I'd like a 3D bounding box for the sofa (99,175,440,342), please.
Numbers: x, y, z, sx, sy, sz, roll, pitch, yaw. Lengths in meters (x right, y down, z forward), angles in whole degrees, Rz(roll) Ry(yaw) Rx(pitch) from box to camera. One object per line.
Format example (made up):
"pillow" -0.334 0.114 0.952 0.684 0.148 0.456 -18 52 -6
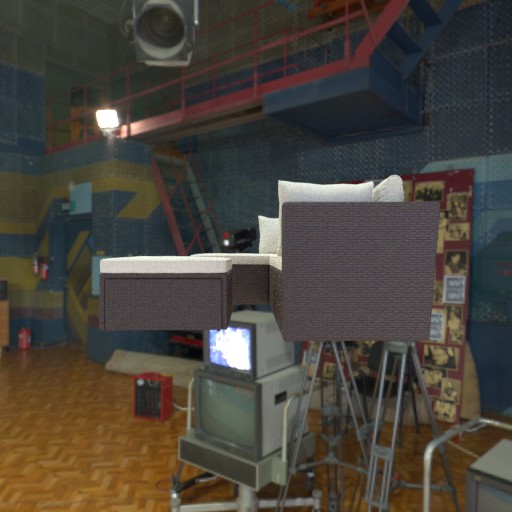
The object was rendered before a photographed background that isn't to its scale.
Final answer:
"sofa" 0.000 0.000 3.043 1.612 0.766 2.192 0 0 -1
